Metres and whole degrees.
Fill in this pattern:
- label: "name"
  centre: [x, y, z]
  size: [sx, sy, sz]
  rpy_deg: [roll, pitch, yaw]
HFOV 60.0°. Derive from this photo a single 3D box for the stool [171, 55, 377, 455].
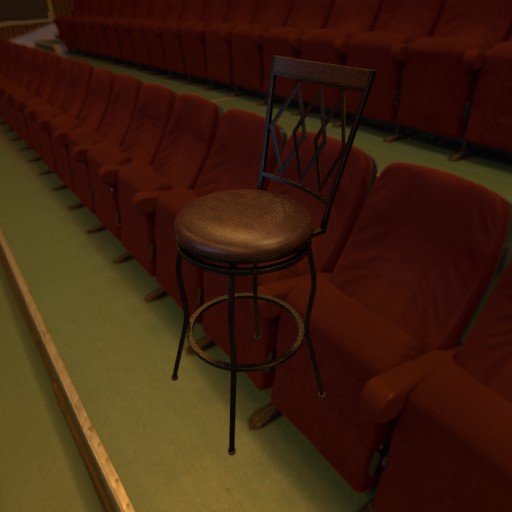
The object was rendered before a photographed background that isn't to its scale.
- label: "stool"
  centre: [0.000, 0.000, 1.441]
  size: [0.521, 1.134, 0.432]
  rpy_deg: [-20, 36, -31]
